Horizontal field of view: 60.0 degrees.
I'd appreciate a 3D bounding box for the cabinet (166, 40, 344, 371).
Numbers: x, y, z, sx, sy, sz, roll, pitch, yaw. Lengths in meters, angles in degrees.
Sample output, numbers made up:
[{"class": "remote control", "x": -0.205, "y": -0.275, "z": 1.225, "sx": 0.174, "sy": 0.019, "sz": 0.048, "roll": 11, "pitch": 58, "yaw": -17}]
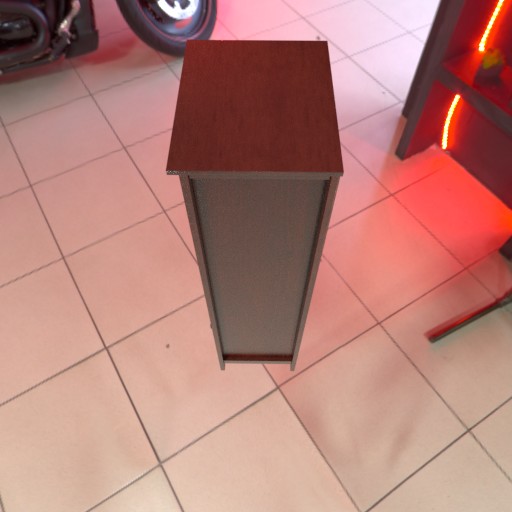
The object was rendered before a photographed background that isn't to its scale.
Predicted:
[{"class": "cabinet", "x": 0.000, "y": 0.000, "z": 1.771, "sx": 0.401, "sy": 1.518, "sz": 0.500, "roll": 1, "pitch": 58, "yaw": 0}]
